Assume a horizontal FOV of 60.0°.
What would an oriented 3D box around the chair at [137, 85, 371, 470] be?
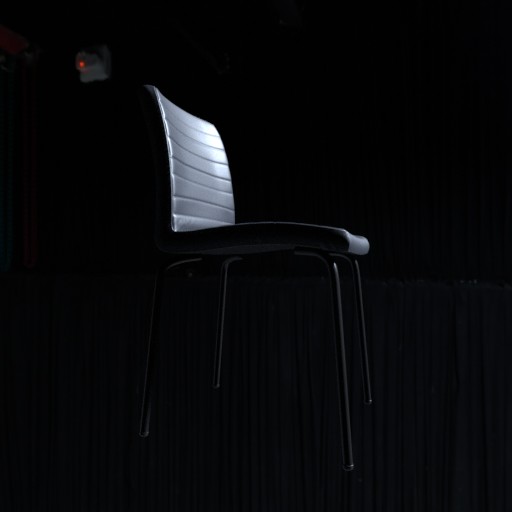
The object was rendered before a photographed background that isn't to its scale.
[{"bbox_3d":[0.000,0.000,1.201,0.572,0.872,0.450,0,0,19],"label":"chair"}]
